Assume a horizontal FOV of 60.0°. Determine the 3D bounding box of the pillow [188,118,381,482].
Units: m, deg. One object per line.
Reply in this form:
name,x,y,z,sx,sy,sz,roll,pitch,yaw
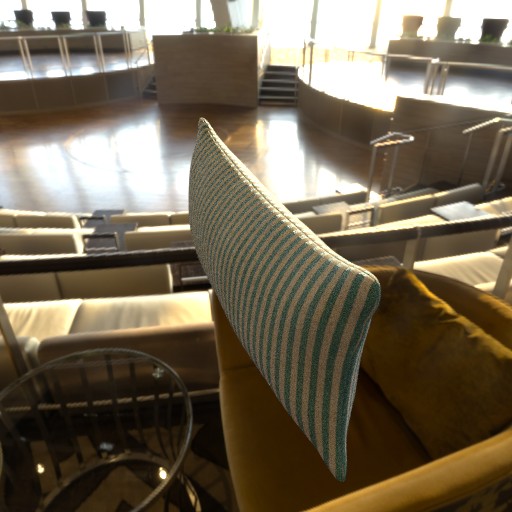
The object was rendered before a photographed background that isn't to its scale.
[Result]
pillow,0.000,0.000,0.707,0.151,0.295,0.617,-11,33,-17
